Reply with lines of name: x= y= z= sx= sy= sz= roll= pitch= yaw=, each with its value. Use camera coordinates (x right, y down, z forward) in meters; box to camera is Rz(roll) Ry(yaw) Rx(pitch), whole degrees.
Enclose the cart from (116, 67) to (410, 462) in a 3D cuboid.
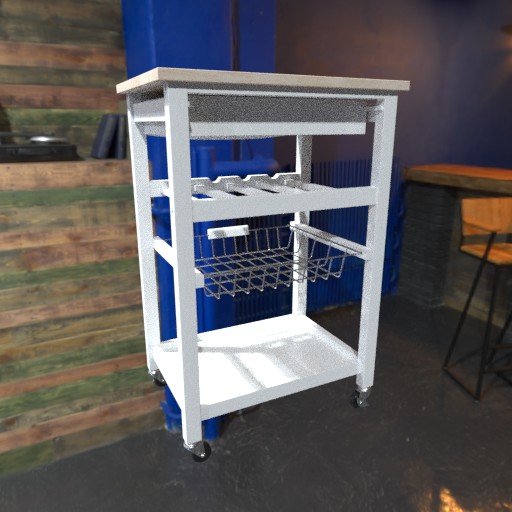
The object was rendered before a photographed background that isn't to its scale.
cart: x=0.000 y=0.000 z=1.177 sx=0.578 sy=0.857 sz=0.406 roll=-8 pitch=18 yaw=-25
